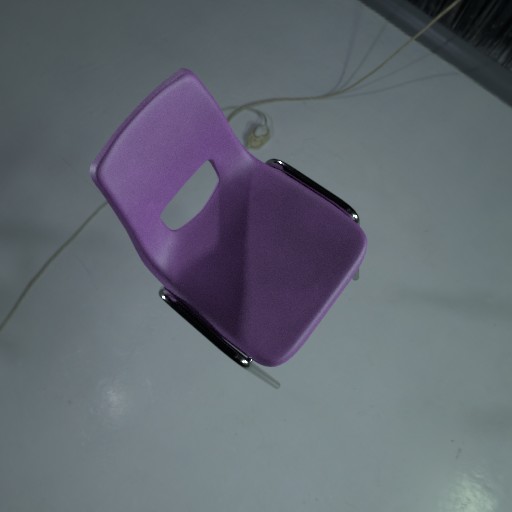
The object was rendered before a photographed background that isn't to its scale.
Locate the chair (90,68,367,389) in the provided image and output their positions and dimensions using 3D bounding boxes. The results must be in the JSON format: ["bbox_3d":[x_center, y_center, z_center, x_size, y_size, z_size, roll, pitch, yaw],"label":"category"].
[{"bbox_3d":[0.000,0.000,0.902,0.432,0.654,0.381,37,79,8],"label":"chair"}]
